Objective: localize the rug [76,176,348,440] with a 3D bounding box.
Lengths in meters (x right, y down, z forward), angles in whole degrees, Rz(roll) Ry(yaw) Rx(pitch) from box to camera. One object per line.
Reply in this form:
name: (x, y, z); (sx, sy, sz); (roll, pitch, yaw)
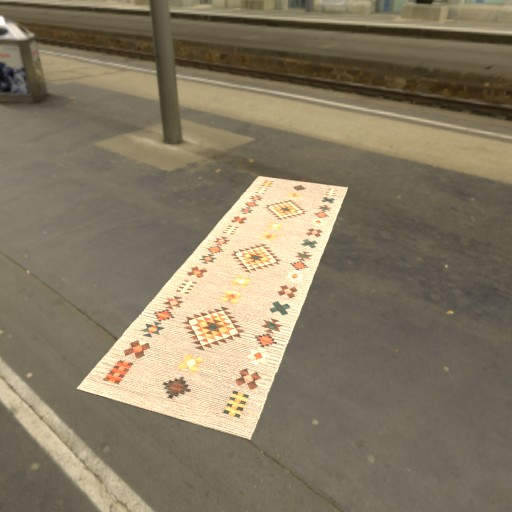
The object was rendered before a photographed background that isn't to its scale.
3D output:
rug: (0.000, 0.000, 2.709); (0.766, 0.008, 2.432); (10, 34, 15)
